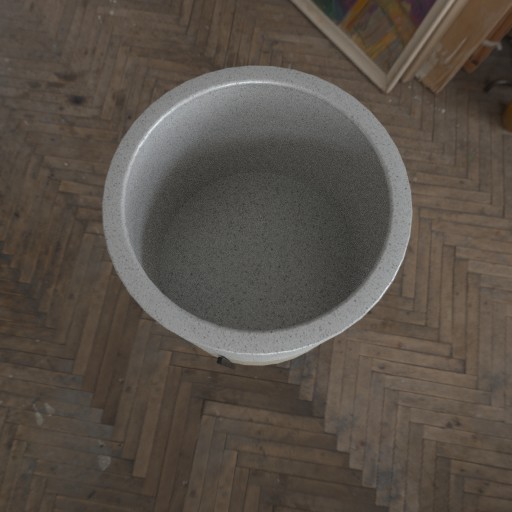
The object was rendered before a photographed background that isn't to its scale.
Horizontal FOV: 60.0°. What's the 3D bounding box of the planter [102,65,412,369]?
[{"bbox_3d":[0.000,0.000,0.737,0.359,0.484,0.368,15,75,4],"label":"planter"}]
